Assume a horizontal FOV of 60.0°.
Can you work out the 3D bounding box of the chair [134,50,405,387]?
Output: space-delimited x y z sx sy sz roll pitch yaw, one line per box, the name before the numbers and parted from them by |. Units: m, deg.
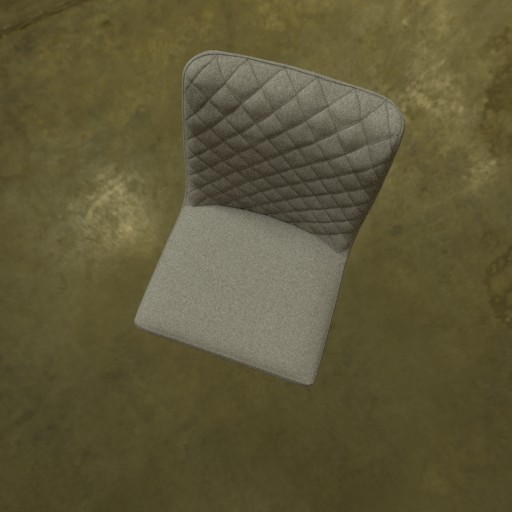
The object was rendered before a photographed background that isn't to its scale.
chair | 0.000 0.000 1.232 0.508 0.889 0.587 18 77 4
